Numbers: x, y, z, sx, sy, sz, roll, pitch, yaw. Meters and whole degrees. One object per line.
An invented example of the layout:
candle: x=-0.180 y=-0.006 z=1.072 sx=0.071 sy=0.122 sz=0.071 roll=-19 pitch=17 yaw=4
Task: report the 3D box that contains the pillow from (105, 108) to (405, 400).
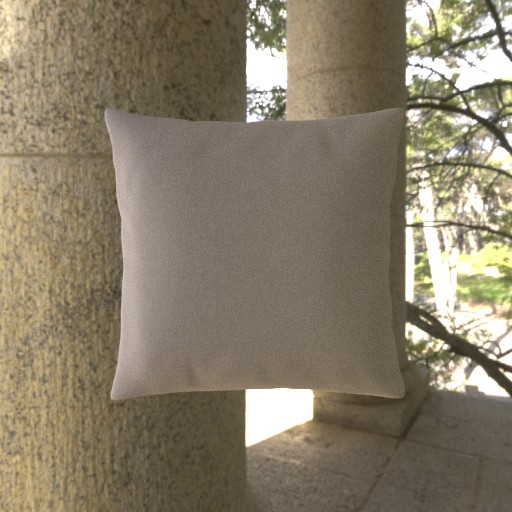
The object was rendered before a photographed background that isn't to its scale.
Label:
pillow: x=0.000 y=0.000 z=0.775 sx=0.523 sy=0.510 sz=0.166 roll=0 pitch=1 yaw=1
